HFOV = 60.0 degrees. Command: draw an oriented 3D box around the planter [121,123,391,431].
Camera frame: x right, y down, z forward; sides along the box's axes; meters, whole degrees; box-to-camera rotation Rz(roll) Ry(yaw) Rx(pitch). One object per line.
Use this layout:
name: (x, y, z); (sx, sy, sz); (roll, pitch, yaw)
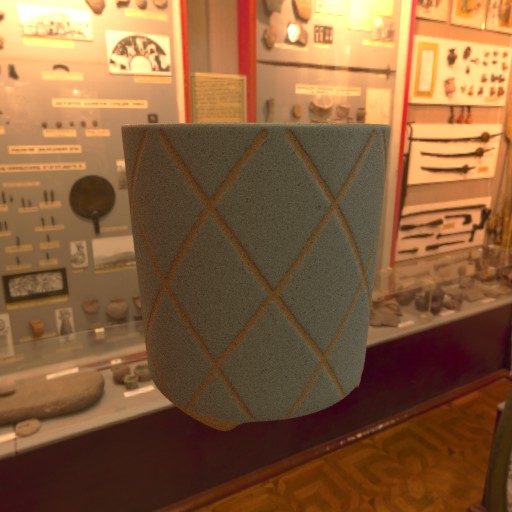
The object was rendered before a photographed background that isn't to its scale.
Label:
planter: (0.000, 0.000, 0.353); (0.191, 0.200, 0.191); (0, 16, 0)
